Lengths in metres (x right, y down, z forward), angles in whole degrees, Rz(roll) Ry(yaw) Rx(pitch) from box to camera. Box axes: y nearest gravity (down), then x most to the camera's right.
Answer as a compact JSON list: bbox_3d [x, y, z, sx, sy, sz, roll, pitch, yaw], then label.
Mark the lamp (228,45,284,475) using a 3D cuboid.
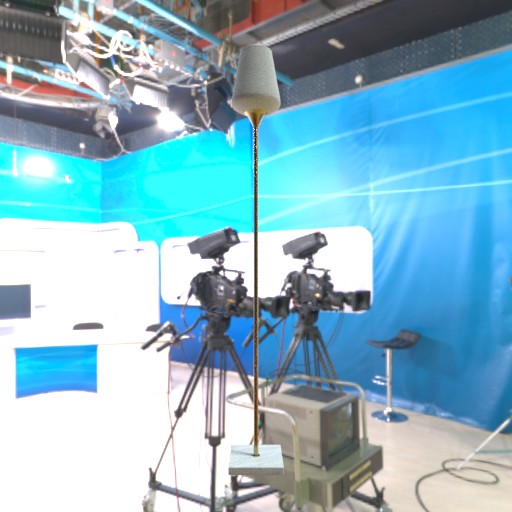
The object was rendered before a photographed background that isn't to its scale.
[{"bbox_3d":[0.000,0.000,1.959,0.229,1.813,0.232,0,-1,0],"label":"lamp"}]
